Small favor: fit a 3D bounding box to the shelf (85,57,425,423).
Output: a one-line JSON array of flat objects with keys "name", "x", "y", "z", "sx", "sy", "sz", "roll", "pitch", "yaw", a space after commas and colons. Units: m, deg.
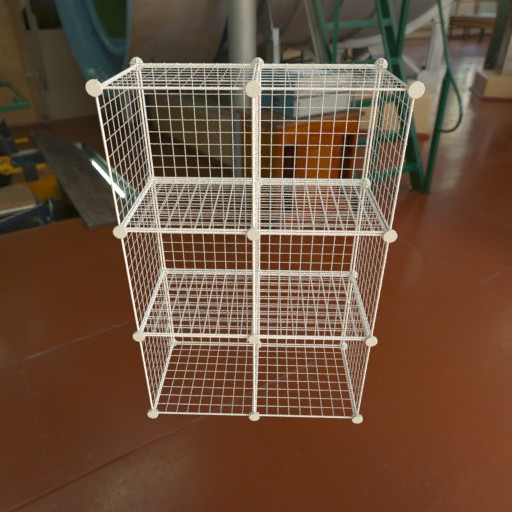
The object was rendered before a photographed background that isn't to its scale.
[{"name": "shelf", "x": 0.000, "y": 0.000, "z": 1.349, "sx": 0.711, "sy": 1.067, "sz": 0.356, "roll": 1, "pitch": 31, "yaw": 1}]
